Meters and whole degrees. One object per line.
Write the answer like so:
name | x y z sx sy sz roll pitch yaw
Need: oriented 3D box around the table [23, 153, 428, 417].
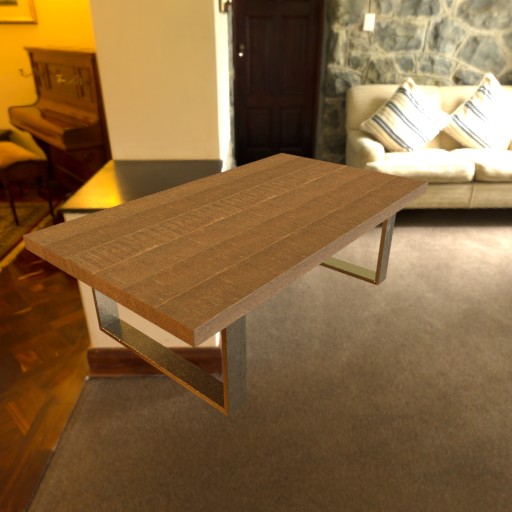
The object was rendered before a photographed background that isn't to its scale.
table | 0.000 0.000 1.785 0.800 0.440 1.400 21 33 35
